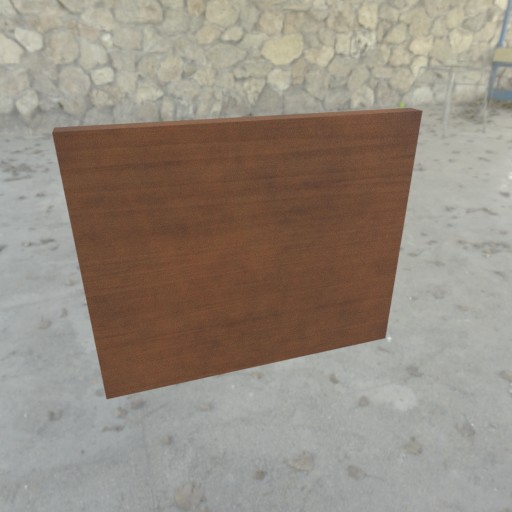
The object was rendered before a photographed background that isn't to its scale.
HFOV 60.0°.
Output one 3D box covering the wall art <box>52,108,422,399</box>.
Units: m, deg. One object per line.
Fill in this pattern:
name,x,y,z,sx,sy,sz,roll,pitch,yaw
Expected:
wall art,0.000,0.000,0.760,0.558,0.457,0.033,-8,28,-16
